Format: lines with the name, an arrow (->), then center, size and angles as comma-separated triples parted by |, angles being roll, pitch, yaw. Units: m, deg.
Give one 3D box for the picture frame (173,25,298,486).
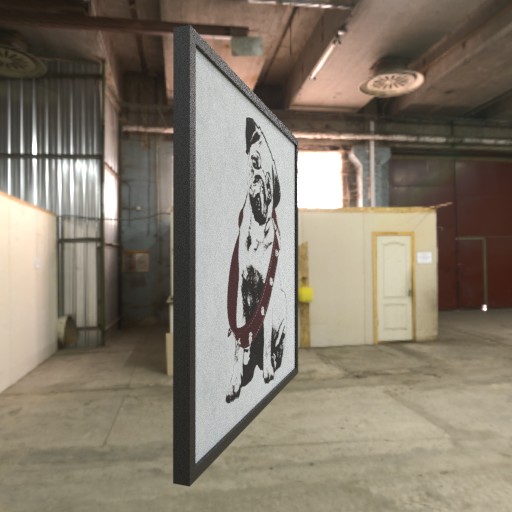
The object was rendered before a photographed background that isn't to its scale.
picture frame -> 0.000, 0.000, 1.114 | 0.032, 0.775, 0.775 | 0, 0, 19
